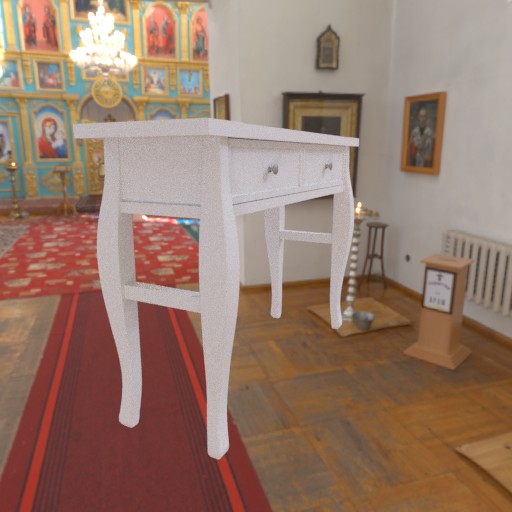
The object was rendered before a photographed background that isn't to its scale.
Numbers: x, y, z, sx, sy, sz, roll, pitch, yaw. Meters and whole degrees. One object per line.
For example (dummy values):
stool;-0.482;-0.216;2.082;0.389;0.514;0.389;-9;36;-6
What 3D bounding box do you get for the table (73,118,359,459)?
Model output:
table;0.000;0.000;1.438;0.373;0.768;1.062;7;14;27
